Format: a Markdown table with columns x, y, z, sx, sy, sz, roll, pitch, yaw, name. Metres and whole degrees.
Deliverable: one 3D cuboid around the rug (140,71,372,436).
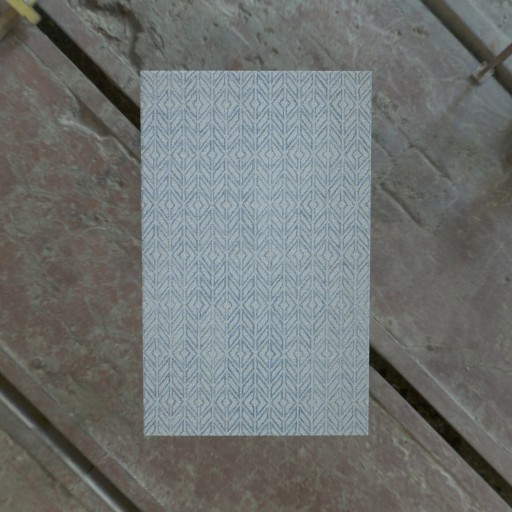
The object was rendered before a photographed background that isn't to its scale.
| x | y | z | sx | sy | sz | roll | pitch | yaw | name |
| --- | --- | --- | --- | --- | --- | --- | --- | --- | --- |
| 0.000 | 0.000 | 2.968 | 1.526 | 0.008 | 2.441 | 0 | 92 | 0 | rug |
